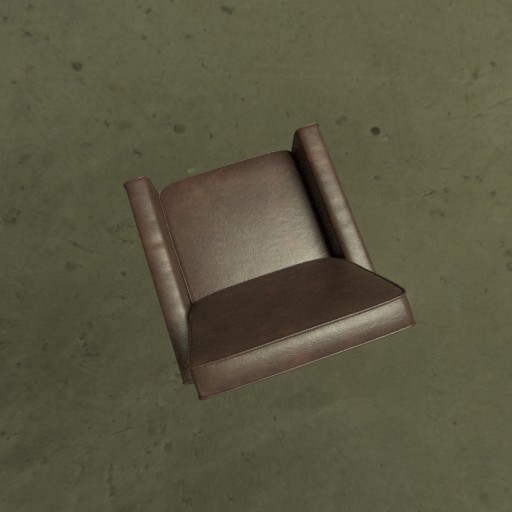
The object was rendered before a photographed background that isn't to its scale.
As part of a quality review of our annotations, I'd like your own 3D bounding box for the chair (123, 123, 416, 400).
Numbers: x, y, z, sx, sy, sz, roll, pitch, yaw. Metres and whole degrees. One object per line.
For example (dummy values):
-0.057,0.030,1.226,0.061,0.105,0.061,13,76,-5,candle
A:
0.000,0.000,1.502,0.705,1.013,0.746,-18,77,-4,chair
